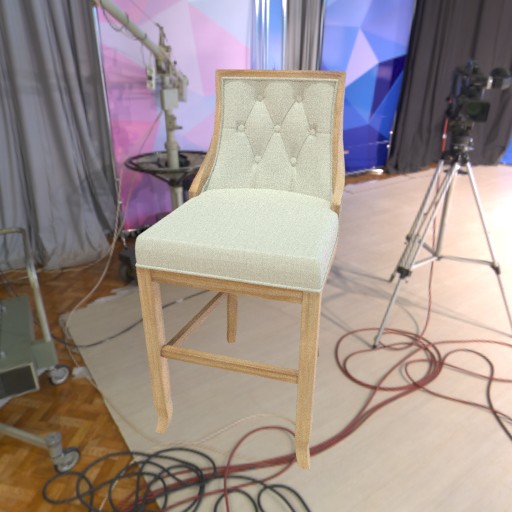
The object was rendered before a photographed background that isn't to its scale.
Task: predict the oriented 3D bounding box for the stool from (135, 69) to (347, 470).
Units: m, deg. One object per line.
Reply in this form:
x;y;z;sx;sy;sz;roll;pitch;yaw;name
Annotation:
0.000;0.000;1.456;0.524;1.101;0.626;7;27;15;stool
